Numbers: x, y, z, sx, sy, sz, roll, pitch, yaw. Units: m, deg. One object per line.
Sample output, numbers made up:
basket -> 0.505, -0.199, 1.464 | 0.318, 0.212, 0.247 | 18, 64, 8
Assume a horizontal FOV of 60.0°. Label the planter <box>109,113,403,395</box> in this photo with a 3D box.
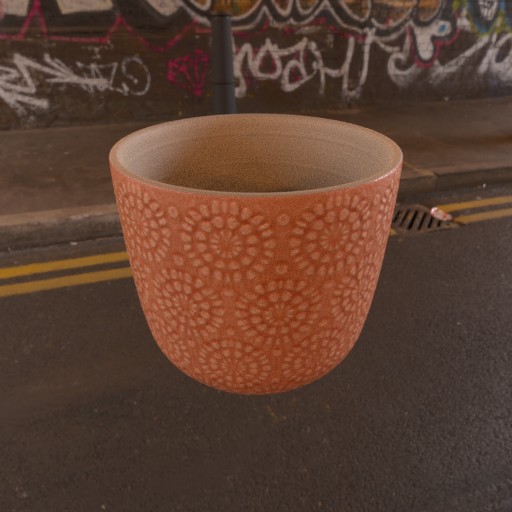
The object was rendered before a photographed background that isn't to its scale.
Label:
planter -> 0.000, 0.000, 0.371 | 0.208, 0.190, 0.208 | 0, 29, 0
